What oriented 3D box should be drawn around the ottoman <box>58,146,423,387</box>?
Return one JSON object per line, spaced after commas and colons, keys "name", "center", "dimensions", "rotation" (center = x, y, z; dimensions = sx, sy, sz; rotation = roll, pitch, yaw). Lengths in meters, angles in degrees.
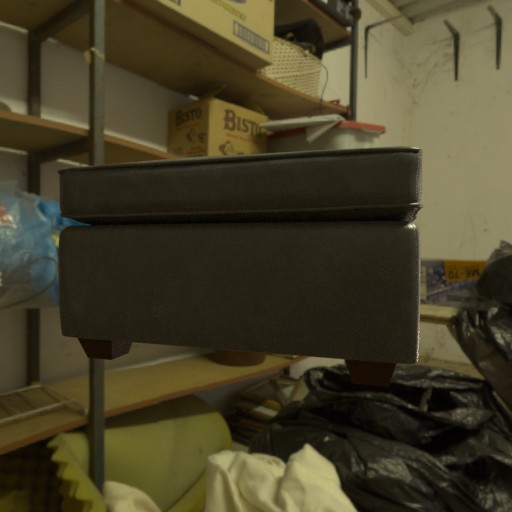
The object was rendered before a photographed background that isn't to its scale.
{"name": "ottoman", "center": [0.000, 0.000, 1.092], "dimensions": [0.756, 0.445, 0.554], "rotation": [1, 2, 18]}
